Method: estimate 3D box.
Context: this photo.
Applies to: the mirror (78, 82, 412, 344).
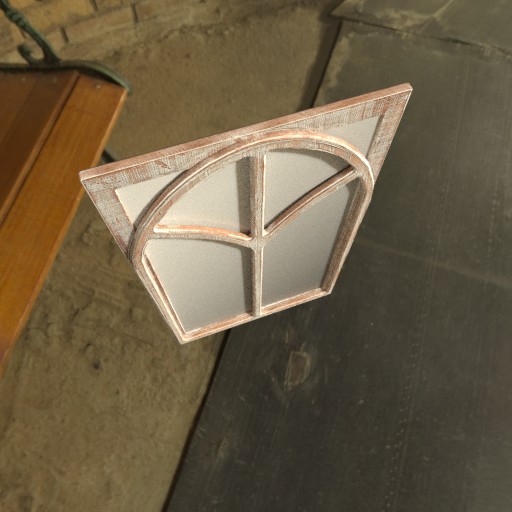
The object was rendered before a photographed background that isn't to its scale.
[{"bbox_3d":[0.000,0.000,0.974,0.495,0.787,0.058,-18,65,-9],"label":"mirror"}]
